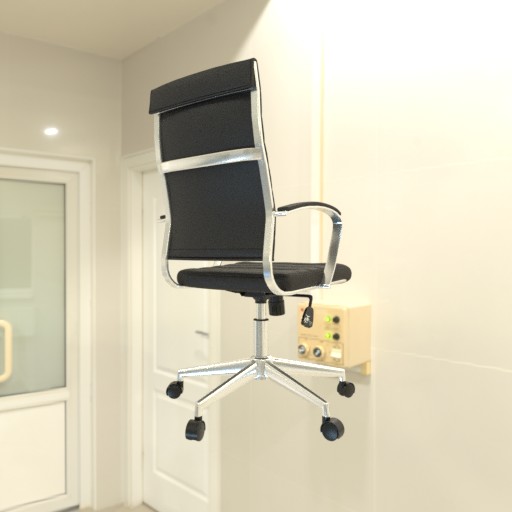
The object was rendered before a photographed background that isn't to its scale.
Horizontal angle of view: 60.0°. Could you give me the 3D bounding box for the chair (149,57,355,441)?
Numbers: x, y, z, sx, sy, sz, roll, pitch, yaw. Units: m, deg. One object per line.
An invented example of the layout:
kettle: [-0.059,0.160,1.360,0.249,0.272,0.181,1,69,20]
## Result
chair: [0.000,0.000,1.658,0.766,1.149,0.739,0,1,36]
